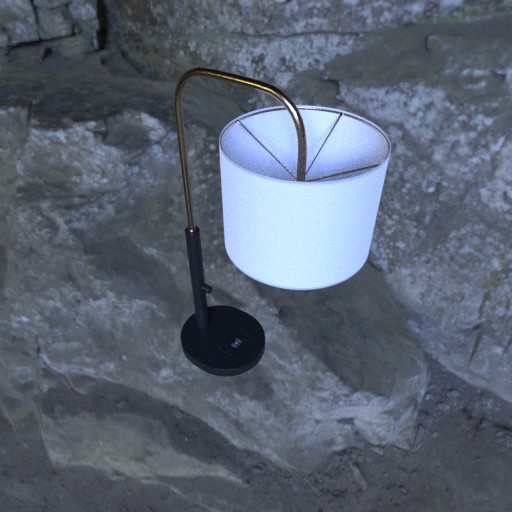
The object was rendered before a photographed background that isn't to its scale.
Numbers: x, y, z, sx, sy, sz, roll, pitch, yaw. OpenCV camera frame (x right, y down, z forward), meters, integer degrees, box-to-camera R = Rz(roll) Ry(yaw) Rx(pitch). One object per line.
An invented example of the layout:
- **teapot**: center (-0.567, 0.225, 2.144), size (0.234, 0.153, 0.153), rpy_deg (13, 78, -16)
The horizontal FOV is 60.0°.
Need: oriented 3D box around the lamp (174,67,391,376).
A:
- **lamp**: center (0.000, 0.000, 0.691), size (0.337, 0.540, 0.199), rpy_deg (25, 46, 26)
